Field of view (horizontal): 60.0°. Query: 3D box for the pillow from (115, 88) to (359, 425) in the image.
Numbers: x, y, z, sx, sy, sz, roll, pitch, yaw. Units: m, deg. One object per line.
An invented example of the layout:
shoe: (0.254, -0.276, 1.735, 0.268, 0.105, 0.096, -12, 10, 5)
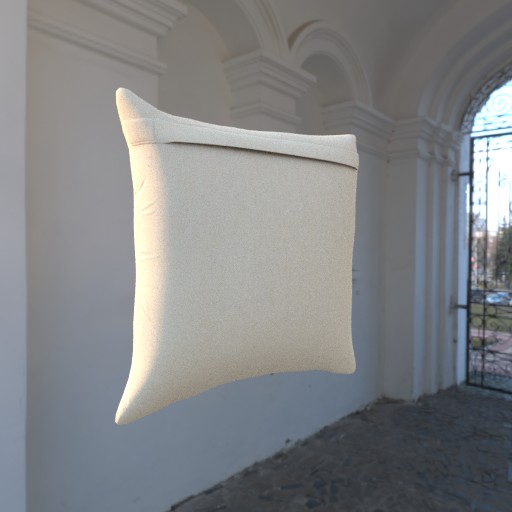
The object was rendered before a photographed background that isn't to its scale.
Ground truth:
pillow: (0.000, 0.000, 0.644, 0.405, 0.406, 0.173, -1, 1, -34)
